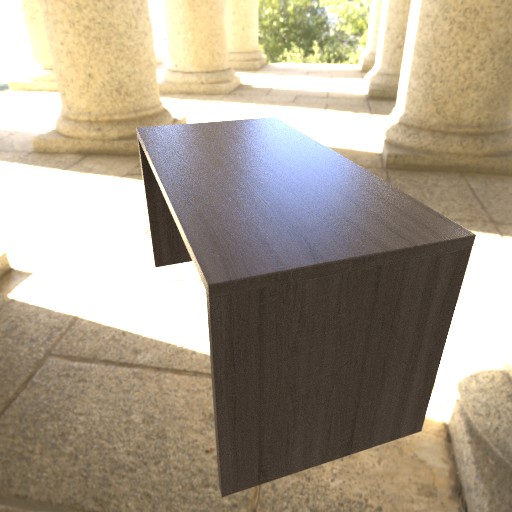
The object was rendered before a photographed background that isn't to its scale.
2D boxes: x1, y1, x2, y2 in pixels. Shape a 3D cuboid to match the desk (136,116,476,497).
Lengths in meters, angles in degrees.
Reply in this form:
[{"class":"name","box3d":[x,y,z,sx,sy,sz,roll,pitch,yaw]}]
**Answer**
[{"class":"desk","box3d":[0.000,0.000,1.763,0.690,0.745,1.380,-10,31,-17]}]
